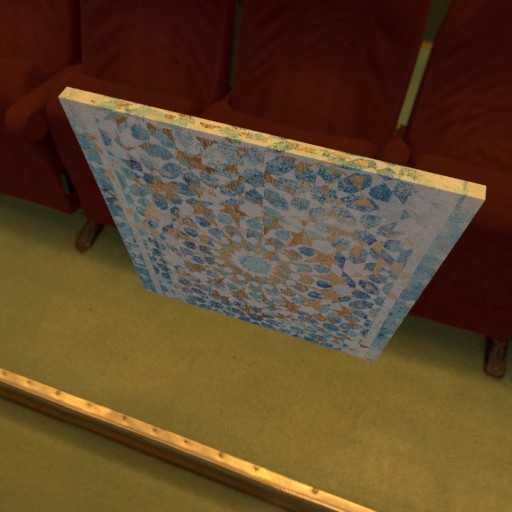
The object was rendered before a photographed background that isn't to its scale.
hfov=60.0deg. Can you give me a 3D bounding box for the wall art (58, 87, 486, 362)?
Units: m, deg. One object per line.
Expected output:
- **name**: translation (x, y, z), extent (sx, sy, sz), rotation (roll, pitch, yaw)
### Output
- **wall art**: translation (0.000, 0.000, 1.302), extent (0.916, 0.916, 0.040), rotation (16, 59, 10)
